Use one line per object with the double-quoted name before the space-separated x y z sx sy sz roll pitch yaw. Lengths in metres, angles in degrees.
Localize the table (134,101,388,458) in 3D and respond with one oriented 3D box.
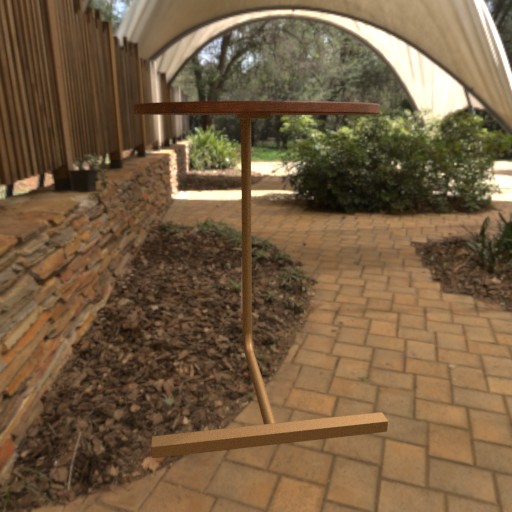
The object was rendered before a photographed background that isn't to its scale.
"table" 0.000 0.000 1.099 0.530 0.706 0.577 -3 17 -9
